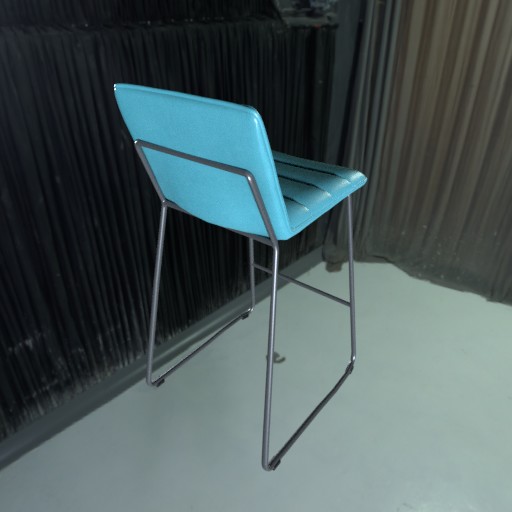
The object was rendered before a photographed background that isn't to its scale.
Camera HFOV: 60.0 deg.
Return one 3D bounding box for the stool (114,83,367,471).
[{"bbox_3d":[0.000,0.000,1.221,0.489,0.936,0.524,22,38,32],"label":"stool"}]
